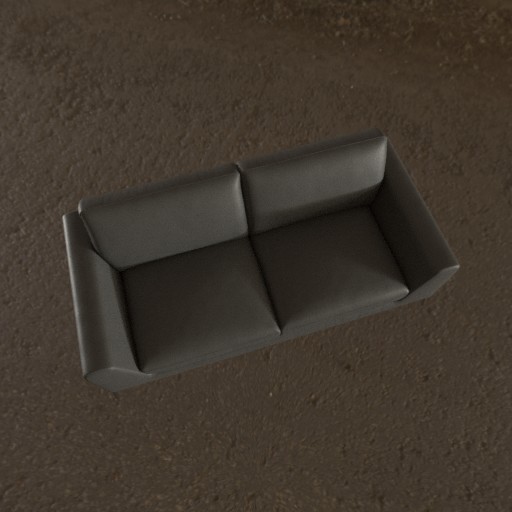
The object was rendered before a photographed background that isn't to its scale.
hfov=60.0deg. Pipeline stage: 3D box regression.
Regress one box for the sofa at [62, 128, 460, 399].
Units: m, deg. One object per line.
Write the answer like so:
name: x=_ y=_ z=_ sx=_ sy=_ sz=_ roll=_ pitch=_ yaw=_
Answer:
sofa: x=0.000 y=0.000 z=2.568 sx=2.017 sy=0.875 sz=0.953 roll=-15 pitch=65 yaw=-7
